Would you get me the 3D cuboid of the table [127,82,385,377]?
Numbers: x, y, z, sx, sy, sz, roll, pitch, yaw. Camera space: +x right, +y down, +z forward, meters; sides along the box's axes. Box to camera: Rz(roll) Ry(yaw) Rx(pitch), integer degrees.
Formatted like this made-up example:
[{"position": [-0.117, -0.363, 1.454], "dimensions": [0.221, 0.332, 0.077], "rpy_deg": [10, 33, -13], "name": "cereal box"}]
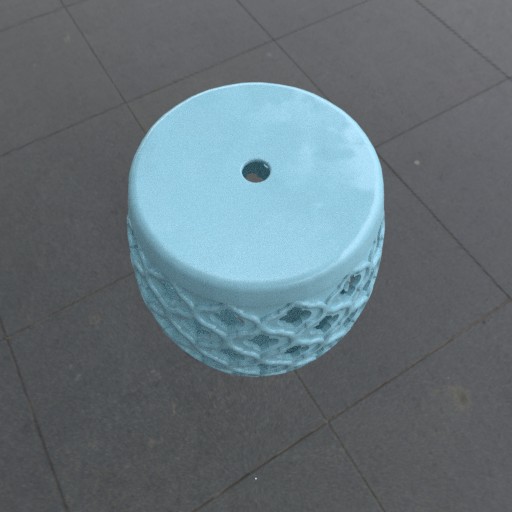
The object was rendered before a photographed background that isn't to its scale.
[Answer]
[{"position": [0.000, 0.000, 0.623], "dimensions": [0.325, 0.388, 0.325], "rpy_deg": [0, 63, 0], "name": "table"}]
